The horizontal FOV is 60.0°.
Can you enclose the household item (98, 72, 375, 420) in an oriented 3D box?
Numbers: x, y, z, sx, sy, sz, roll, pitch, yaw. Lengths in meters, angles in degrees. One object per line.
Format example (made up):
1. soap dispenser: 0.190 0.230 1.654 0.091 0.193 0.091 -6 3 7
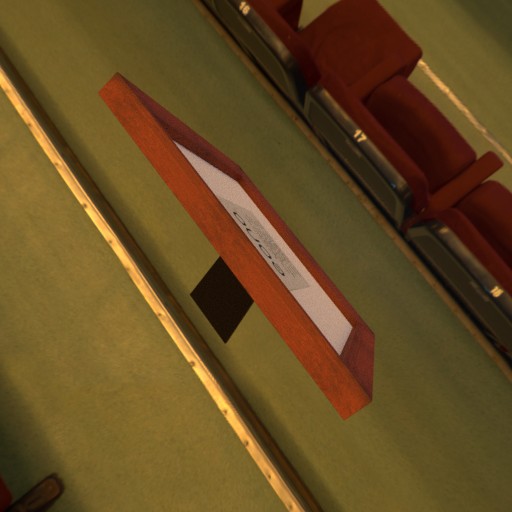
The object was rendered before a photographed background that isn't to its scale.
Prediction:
1. household item: 0.000 0.000 0.367 0.131 0.240 0.240 -36 79 -8
